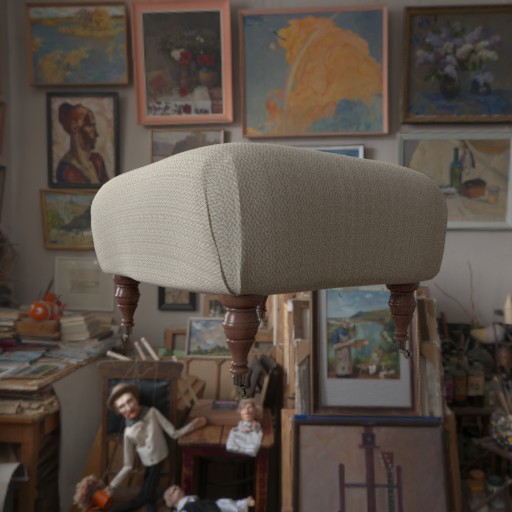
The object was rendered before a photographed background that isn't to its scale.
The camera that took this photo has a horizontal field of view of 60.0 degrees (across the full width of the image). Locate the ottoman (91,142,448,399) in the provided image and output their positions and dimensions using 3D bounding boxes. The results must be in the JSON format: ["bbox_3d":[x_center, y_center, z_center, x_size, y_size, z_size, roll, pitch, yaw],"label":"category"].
[{"bbox_3d":[0.000,0.000,1.072,0.622,0.447,0.684,-1,1,-36],"label":"ottoman"}]
